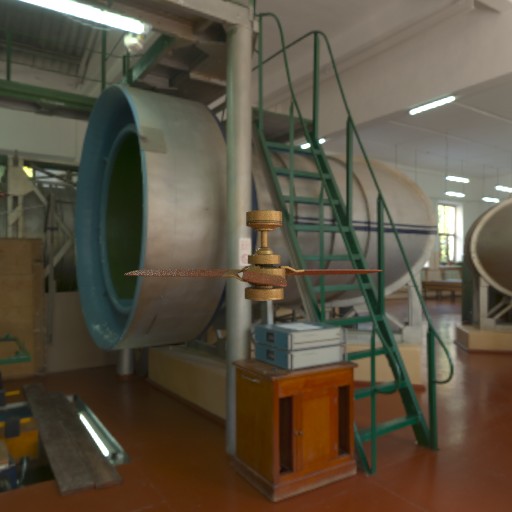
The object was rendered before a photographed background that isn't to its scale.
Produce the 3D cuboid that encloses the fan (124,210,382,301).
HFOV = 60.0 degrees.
[{"bbox_3d":[0.000,0.000,1.985,1.416,0.425,1.271,0,0,1],"label":"fan"}]
